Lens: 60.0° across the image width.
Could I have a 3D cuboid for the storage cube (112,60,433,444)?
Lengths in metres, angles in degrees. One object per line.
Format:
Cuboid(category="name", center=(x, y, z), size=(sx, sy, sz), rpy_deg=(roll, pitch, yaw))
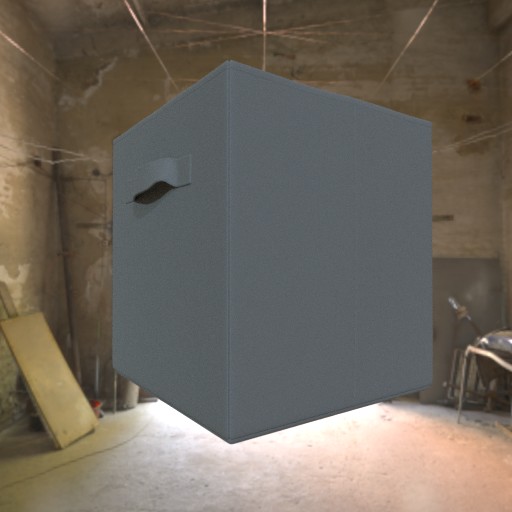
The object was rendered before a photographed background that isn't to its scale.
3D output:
Cuboid(category="storage cube", center=(0.000, 0.000, 0.493), size=(0.270, 0.280, 0.270), rpy_deg=(0, -1, -35))
